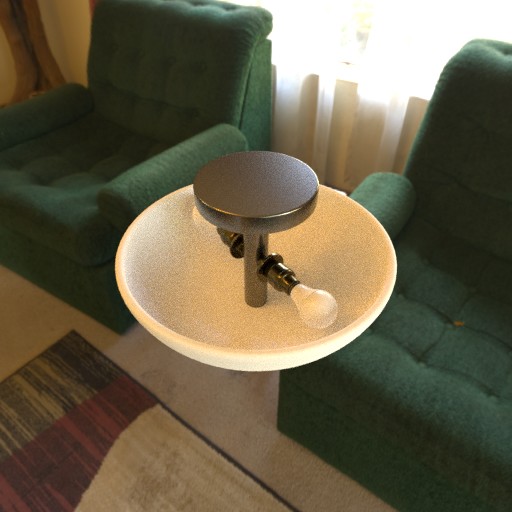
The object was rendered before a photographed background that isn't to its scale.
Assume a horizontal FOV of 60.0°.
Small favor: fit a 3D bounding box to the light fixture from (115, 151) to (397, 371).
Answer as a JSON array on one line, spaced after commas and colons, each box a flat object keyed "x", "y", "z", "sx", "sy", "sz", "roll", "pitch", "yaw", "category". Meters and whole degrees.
[{"x": 0.000, "y": 0.000, "z": 0.544, "sx": 0.330, "sy": 0.214, "sz": 0.330, "roll": 0, "pitch": 41, "yaw": 0, "category": "light fixture"}]
